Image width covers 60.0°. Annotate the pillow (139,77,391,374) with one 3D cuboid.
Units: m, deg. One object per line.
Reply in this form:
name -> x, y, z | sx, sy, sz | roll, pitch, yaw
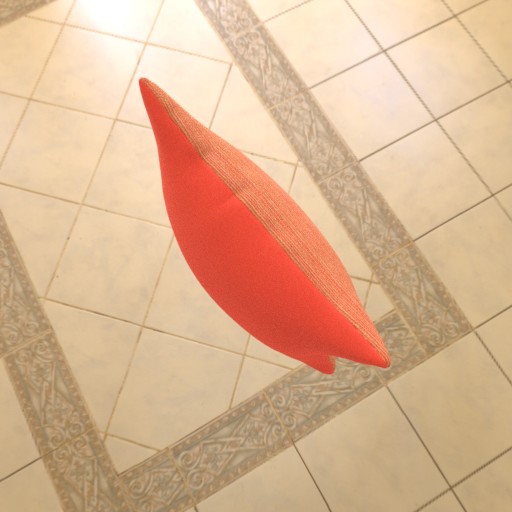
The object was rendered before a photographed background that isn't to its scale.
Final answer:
pillow -> 0.000, 0.000, 0.839 | 0.229, 0.501, 0.559 | -38, 79, -9
